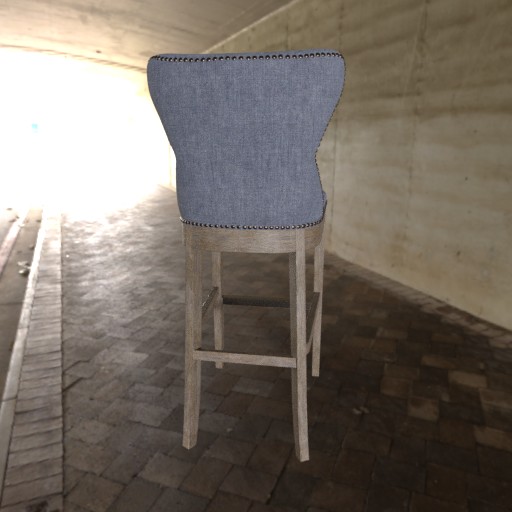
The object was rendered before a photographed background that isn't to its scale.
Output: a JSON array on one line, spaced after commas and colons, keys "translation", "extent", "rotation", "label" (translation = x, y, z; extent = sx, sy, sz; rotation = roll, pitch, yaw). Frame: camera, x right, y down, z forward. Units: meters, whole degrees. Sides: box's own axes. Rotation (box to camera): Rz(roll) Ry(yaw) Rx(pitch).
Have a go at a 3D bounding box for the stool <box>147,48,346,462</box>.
[{"translation": [0.000, 0.000, 1.406], "extent": [0.494, 1.123, 0.606], "rotation": [2, 15, 9], "label": "stool"}]
